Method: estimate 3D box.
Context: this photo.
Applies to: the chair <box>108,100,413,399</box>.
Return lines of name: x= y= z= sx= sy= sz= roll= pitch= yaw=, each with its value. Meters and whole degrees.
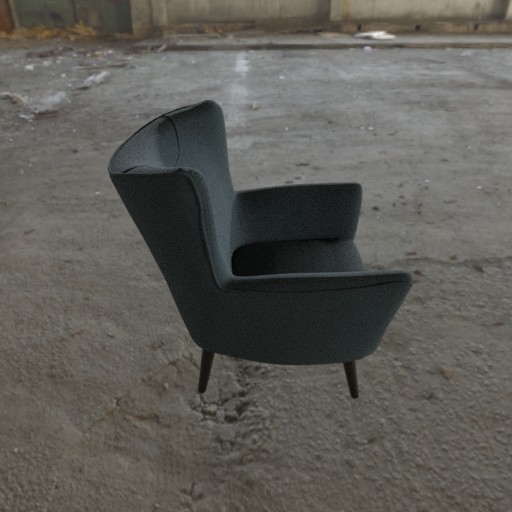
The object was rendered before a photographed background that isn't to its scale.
chair: x=0.000 y=0.000 z=1.607 sx=0.888 sy=0.933 sz=0.781 roll=0 pitch=31 yaw=-1
